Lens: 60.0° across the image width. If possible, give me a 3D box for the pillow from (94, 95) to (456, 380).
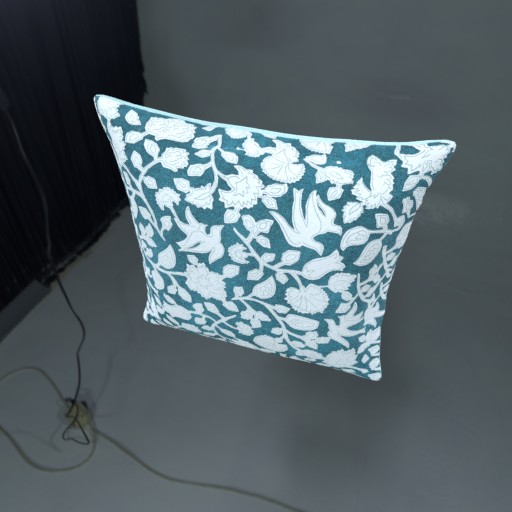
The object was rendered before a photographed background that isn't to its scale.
[{"bbox_3d":[0.000,0.000,0.778,0.525,0.508,0.166,12,42,13],"label":"pillow"}]
